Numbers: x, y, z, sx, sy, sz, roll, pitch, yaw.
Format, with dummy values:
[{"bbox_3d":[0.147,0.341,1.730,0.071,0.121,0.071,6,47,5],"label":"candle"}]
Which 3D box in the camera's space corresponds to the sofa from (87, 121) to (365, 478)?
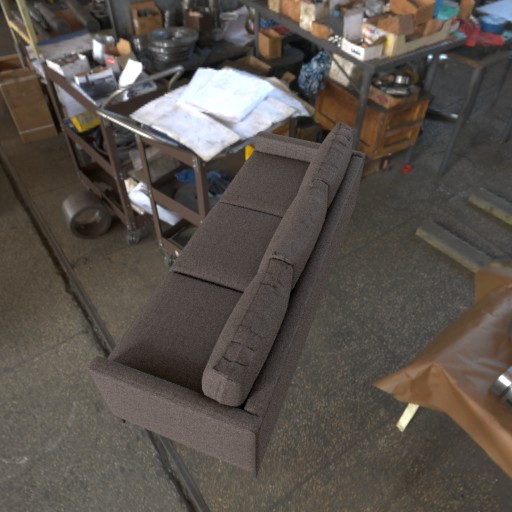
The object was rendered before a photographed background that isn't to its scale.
[{"bbox_3d":[0.000,0.000,2.779,0.876,0.882,2.253,16,48,15],"label":"sofa"}]
